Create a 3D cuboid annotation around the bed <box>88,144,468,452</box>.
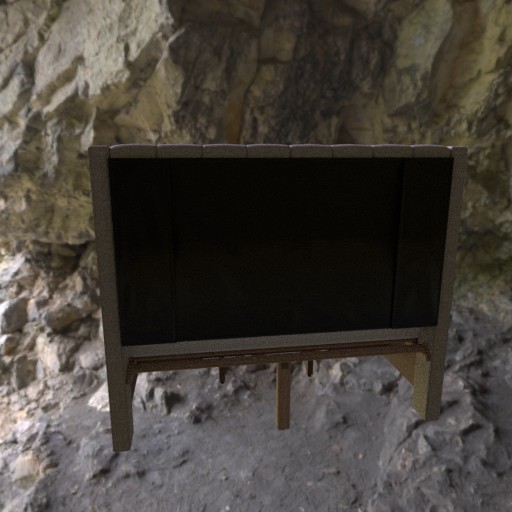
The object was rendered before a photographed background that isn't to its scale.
[{"bbox_3d":[0.000,0.000,3.647,2.044,1.748,2.372,-2,13,-9],"label":"bed"}]
